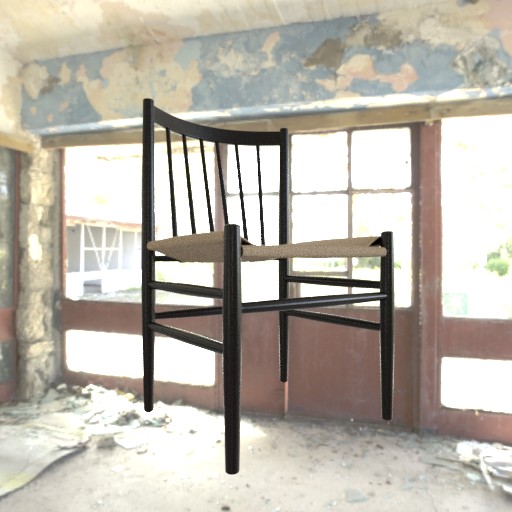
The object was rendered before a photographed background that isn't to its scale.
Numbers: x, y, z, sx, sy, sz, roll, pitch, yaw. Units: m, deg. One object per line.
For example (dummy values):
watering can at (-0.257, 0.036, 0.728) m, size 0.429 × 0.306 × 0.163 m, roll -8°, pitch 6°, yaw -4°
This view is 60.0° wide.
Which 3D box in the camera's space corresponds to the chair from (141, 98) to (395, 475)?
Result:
chair at (0.000, 0.000, 1.161) m, size 0.495 × 0.818 × 0.516 m, roll 0°, pitch 0°, yaw -36°
